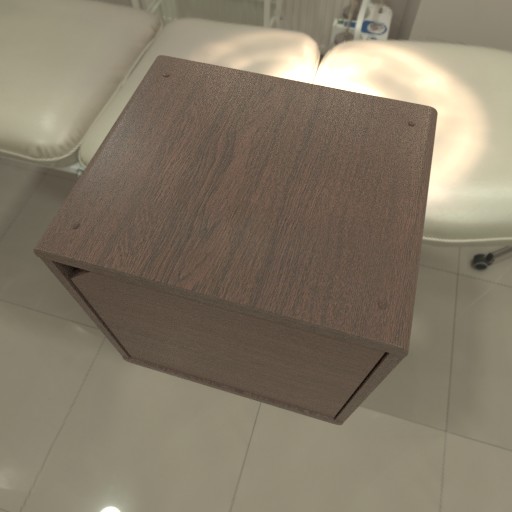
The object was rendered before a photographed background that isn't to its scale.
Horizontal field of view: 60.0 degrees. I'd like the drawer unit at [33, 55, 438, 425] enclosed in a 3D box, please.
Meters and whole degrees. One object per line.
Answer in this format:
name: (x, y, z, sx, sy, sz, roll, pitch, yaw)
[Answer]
drawer unit: (0.000, 0.000, 0.594, 0.344, 0.344, 0.290, 14, 61, 8)
